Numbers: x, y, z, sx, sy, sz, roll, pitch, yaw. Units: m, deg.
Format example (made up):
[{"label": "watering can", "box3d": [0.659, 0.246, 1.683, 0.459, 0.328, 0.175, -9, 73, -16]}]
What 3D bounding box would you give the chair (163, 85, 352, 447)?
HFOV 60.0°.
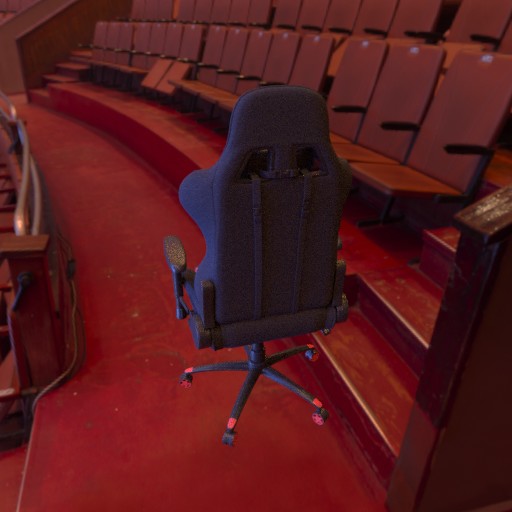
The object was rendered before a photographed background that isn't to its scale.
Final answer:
[{"label": "chair", "box3d": [0.000, 0.000, 1.754, 0.695, 1.326, 0.658, -8, 29, -15]}]
